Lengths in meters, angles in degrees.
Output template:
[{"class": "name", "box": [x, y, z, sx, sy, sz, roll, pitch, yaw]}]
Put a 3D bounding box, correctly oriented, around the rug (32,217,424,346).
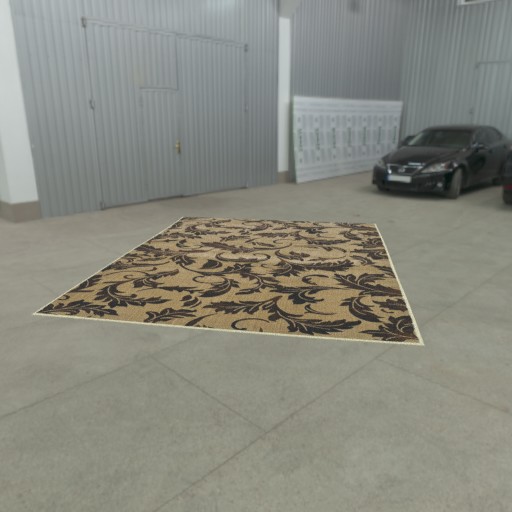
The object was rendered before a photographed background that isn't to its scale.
[{"class": "rug", "box": [0.000, 0.000, 3.991, 2.380, 0.008, 2.977, 3, 17, 9]}]
